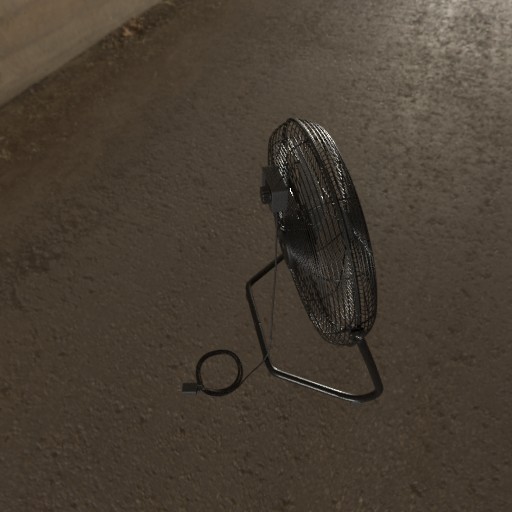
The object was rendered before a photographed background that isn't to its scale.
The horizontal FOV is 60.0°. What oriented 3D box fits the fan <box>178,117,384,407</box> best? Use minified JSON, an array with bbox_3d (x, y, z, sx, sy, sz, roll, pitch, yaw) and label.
[{"bbox_3d":[0.000,0.000,1.031,0.470,0.605,0.595,-10,48,-9],"label":"fan"}]
